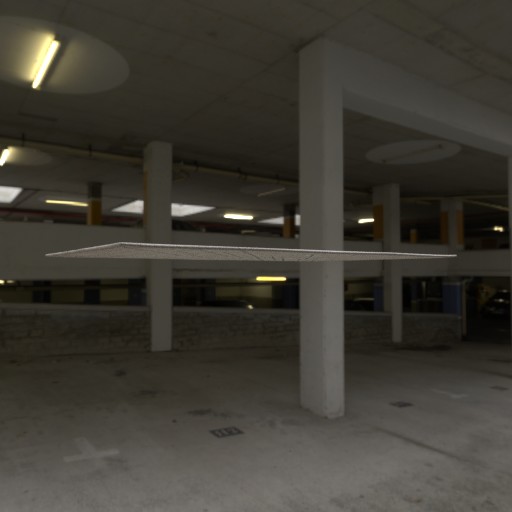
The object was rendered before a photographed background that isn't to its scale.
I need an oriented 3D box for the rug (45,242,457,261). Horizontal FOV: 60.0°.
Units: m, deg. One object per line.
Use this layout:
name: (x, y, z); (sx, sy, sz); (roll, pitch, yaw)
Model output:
rug: (0.000, 0.000, 3.121); (2.459, 0.023, 1.575); (1, -2, -35)
